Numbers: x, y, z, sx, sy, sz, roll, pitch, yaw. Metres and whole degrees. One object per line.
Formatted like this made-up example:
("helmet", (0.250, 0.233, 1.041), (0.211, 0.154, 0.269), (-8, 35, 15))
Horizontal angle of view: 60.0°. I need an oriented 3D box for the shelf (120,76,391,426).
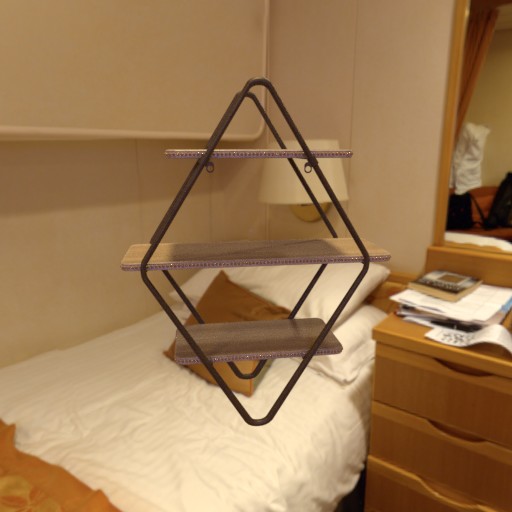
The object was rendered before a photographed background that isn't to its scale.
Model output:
("shelf", (0.000, 0.000, 1.062), (0.609, 0.774, 0.234), (-2, 14, -8))
